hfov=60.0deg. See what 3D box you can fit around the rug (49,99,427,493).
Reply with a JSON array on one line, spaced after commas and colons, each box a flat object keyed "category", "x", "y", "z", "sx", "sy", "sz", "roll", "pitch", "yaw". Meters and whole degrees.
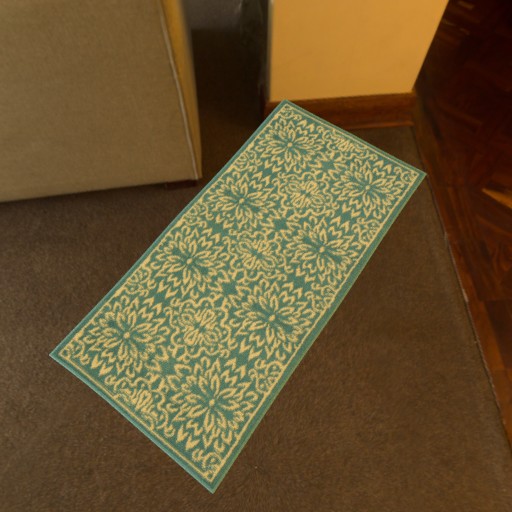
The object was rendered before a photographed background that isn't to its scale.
[{"category": "rug", "x": 0.000, "y": 0.000, "z": 1.418, "sx": 0.604, "sy": 0.007, "sz": 1.219, "roll": 33, "pitch": 69, "yaw": 15}]
